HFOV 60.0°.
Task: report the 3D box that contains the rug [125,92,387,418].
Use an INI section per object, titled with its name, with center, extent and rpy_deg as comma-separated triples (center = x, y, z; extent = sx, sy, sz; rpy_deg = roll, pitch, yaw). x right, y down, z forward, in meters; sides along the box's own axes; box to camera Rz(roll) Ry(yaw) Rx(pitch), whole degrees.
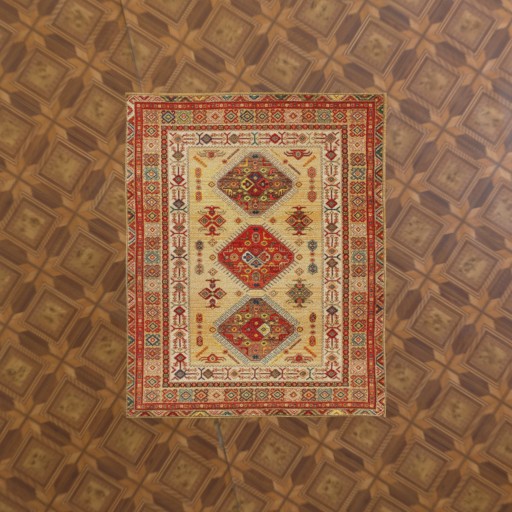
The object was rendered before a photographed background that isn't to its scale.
[rug]
center = 0.000, 0.000, 4.176
extent = 2.460, 0.005, 3.067
rpy_deg = 0, 91, 0
